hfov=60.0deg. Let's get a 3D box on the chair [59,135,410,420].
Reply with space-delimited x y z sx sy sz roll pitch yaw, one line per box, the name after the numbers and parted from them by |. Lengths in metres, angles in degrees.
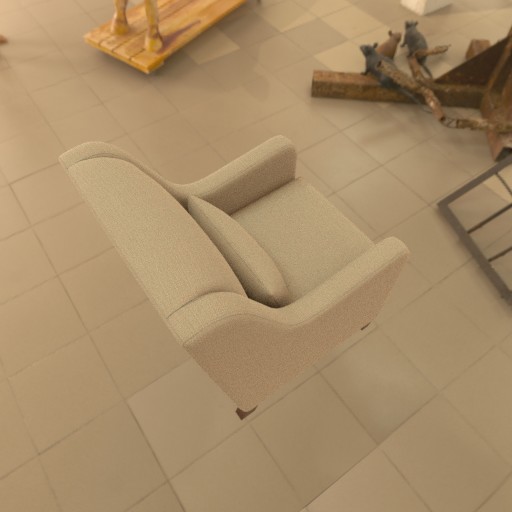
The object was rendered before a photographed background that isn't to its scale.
0.000 0.000 1.632 0.896 1.017 0.715 -31 62 -19 | chair
